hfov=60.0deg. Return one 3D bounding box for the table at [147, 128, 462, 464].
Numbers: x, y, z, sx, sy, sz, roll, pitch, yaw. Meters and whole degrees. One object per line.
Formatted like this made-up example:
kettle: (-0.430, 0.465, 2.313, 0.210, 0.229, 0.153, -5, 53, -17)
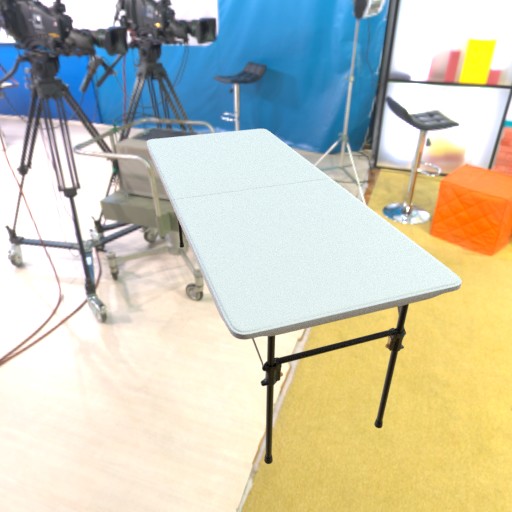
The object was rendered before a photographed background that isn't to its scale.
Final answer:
table: (0.000, 0.000, 2.190, 0.761, 0.719, 1.829, -10, 33, -16)
